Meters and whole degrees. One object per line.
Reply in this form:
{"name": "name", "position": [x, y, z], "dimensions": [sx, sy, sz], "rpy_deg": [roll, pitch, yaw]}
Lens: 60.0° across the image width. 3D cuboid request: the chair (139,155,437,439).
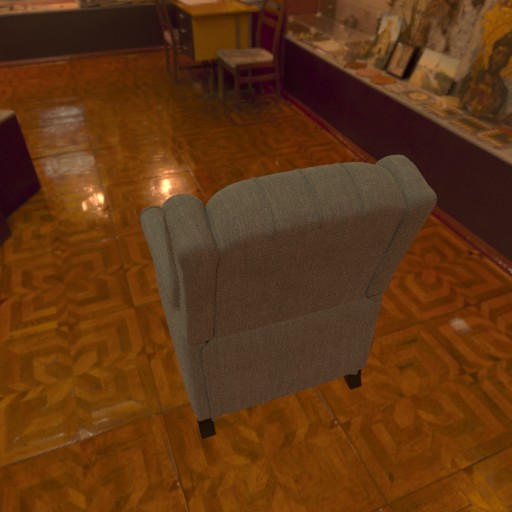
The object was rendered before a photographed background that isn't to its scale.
{"name": "chair", "position": [0.000, 0.000, 1.630], "dimensions": [0.742, 1.035, 0.898], "rpy_deg": [-13, 41, -15]}
